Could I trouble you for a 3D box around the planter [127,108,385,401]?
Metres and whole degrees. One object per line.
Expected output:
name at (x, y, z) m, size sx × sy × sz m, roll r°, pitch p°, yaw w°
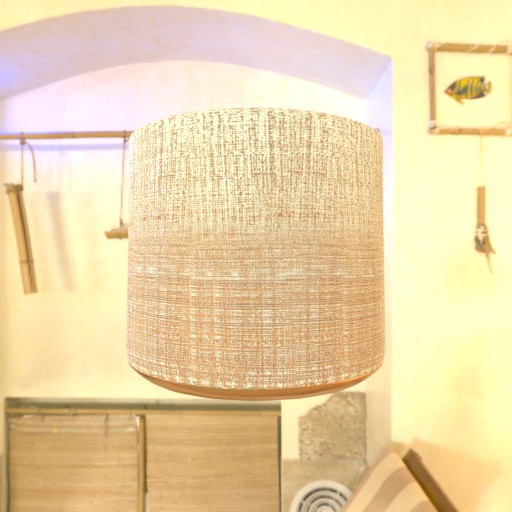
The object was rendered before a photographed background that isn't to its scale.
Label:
planter at (0.000, 0.000, 0.194) m, size 0.109 × 0.096 × 0.109 m, roll 0°, pitch 0°, yaw 0°
